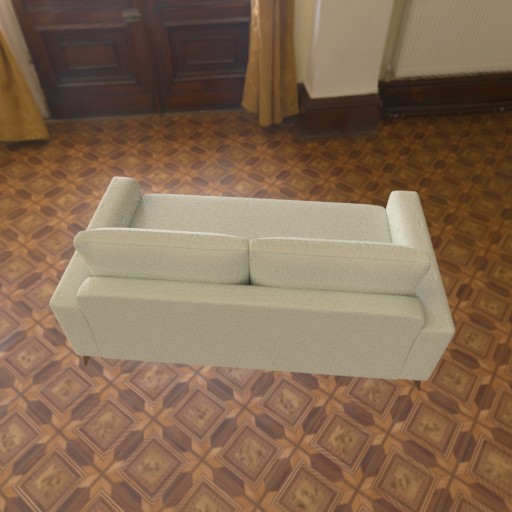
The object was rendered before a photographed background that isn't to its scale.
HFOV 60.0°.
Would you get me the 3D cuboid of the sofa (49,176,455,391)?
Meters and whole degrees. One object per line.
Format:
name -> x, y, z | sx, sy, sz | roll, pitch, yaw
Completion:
sofa -> 0.000, 0.000, 2.163 | 1.650, 0.790, 0.920 | 3, 46, 3
